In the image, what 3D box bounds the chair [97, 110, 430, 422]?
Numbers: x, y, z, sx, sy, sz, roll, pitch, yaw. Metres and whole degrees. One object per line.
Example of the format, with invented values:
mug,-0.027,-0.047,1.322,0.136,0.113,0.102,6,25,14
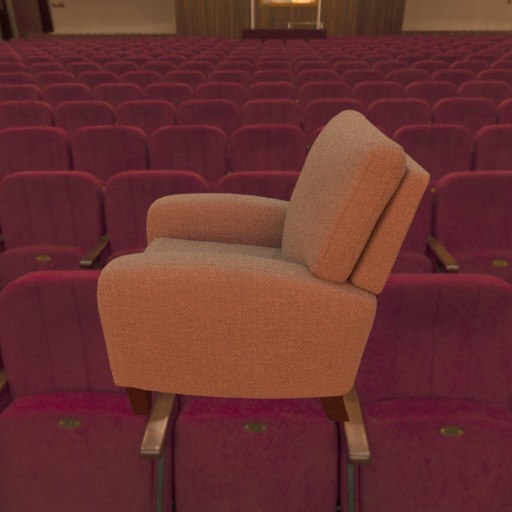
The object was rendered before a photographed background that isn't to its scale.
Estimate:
chair,0.000,0.000,1.676,0.990,0.990,0.762,1,26,2
